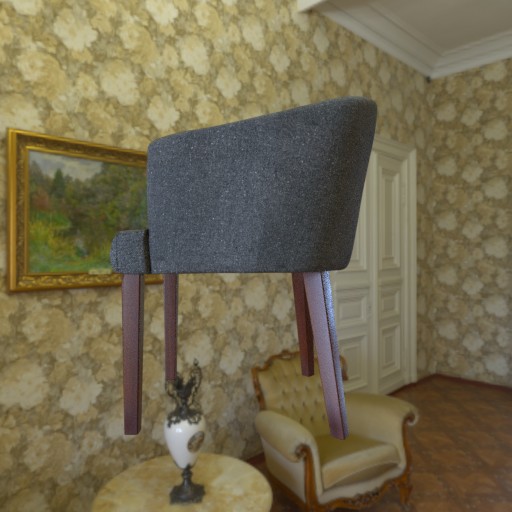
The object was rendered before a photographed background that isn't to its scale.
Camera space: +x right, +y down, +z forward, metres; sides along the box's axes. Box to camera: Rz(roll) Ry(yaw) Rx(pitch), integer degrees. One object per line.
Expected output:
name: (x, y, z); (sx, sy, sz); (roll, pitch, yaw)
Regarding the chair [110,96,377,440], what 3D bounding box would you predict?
chair: (0.000, 0.000, 1.243); (0.655, 0.811, 0.583); (0, 0, 0)
